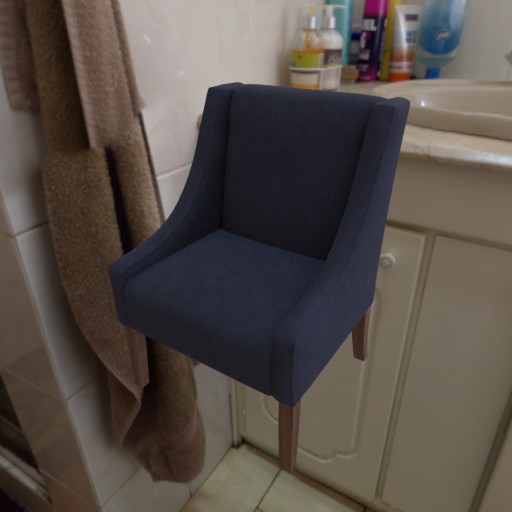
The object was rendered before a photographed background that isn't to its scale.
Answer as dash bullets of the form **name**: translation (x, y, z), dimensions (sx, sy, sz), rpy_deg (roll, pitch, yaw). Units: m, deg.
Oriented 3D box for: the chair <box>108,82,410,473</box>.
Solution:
- **chair**: translation (0.000, 0.000, 1.335), dimensions (0.629, 0.895, 0.629), rpy_deg (18, 33, 29)
